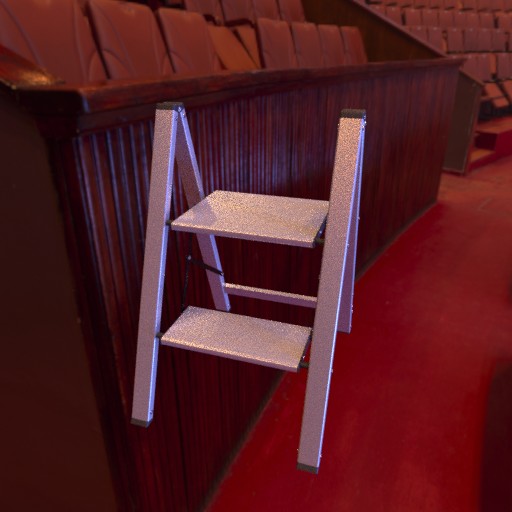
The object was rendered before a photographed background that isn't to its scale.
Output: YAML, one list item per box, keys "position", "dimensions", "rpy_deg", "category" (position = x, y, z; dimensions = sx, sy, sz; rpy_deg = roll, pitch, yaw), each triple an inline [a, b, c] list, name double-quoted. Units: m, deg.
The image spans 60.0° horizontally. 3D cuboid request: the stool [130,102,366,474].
- position: [0.000, 0.000, 1.040]
  dimensions: [0.440, 0.670, 0.535]
  rpy_deg: [8, 27, 16]
  category: "stool"
